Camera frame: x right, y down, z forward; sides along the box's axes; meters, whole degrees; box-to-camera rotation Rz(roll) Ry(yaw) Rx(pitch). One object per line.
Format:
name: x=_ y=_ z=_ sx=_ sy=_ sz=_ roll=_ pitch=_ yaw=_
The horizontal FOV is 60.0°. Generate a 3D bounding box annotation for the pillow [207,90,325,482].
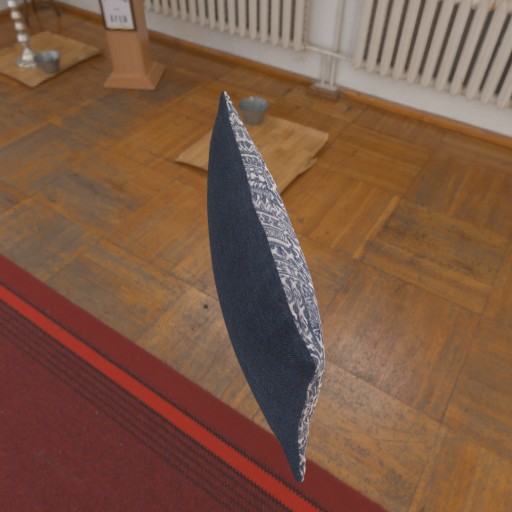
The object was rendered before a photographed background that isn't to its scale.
pillow: x=0.000 y=0.000 z=0.741 sx=0.148 sy=0.292 sz=0.631 roll=-8 pitch=46 yaw=-8
